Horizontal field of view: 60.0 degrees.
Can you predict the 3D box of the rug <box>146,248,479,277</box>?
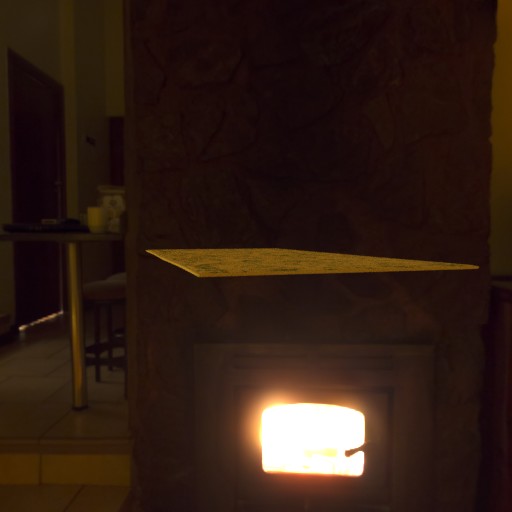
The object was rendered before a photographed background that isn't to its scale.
[{"bbox_3d":[0.000,0.000,1.426,0.605,0.007,1.220,-1,3,-18],"label":"rug"}]
